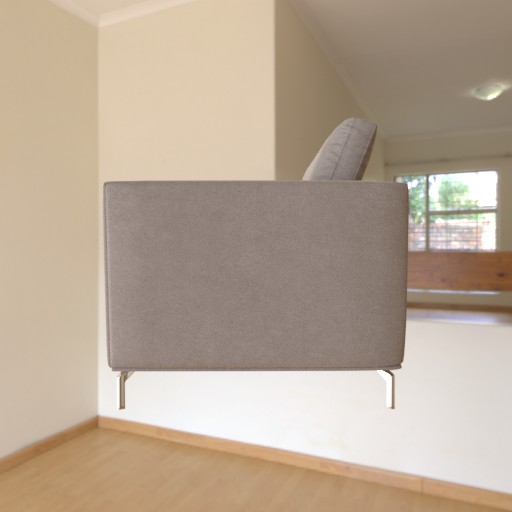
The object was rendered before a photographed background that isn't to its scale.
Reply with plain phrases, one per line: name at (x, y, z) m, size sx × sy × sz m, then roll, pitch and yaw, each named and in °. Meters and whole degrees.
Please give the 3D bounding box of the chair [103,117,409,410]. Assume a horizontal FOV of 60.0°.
chair at (0.000, 0.000, 1.706) m, size 0.889 × 0.864 × 1.041 m, roll 0°, pitch 1°, yaw 0°
